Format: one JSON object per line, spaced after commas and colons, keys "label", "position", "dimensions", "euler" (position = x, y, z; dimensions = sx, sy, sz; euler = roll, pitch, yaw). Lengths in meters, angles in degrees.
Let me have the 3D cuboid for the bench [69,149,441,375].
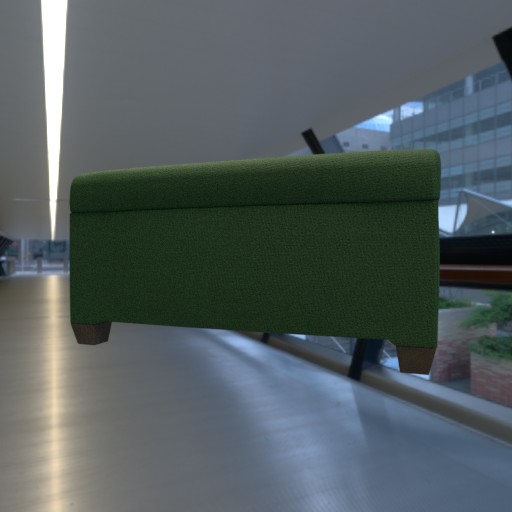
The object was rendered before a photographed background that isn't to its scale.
{"label": "bench", "position": [0.000, 0.000, 1.298], "dimensions": [0.989, 0.501, 0.505], "euler": [0, 1, 20]}
